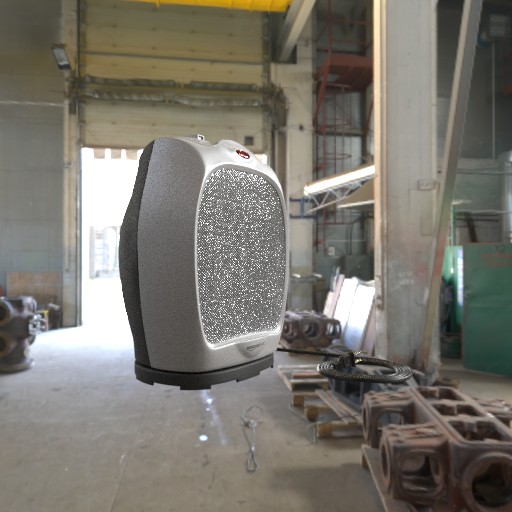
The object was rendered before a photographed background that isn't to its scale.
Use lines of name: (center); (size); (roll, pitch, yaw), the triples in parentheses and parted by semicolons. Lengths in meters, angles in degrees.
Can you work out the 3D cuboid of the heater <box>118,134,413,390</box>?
heater: (0.000, 0.000, 0.485); (0.291, 0.255, 0.239); (0, -1, 37)
